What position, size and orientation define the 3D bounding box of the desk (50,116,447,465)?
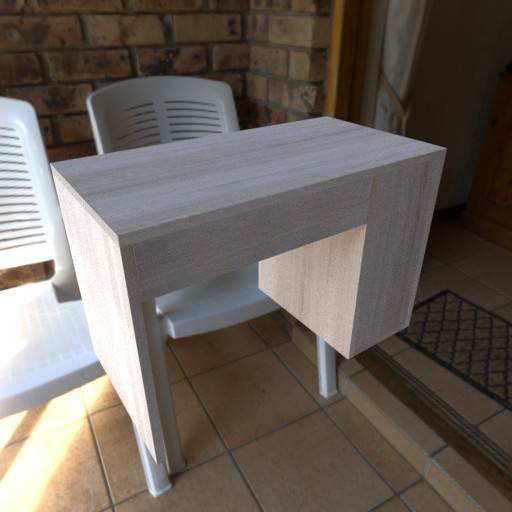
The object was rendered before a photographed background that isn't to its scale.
[{"bbox_3d":[0.000,0.000,1.566,1.100,0.731,0.600,-19,35,-30],"label":"desk"}]
